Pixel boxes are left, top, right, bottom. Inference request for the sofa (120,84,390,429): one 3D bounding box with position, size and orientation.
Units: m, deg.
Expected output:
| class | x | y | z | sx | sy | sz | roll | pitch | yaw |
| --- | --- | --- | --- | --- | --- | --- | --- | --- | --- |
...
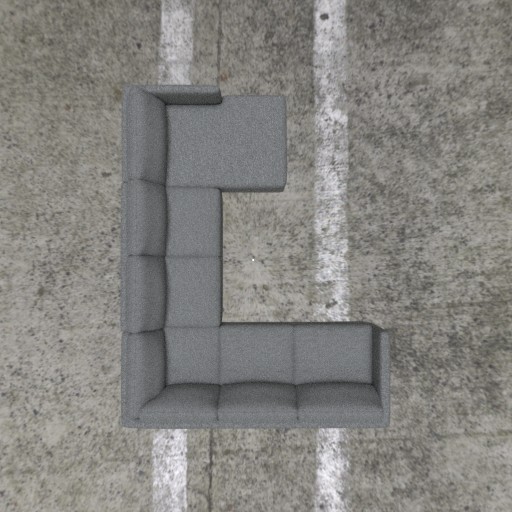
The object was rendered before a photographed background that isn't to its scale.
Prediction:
| class | x | y | z | sx | sy | sz | roll | pitch | yaw |
| --- | --- | --- | --- | --- | --- | --- | --- | --- | --- |
| sofa | 0.000 | 0.000 | 4.407 | 2.551 | 0.853 | 3.238 | 0 | 89 | 0 |
